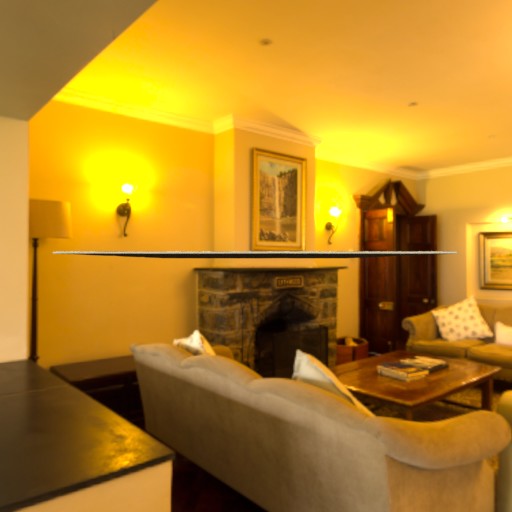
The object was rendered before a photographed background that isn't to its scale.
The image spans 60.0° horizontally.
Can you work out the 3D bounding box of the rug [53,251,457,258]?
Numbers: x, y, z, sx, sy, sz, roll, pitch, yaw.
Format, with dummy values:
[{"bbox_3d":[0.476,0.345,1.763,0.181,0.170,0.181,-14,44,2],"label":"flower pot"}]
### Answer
[{"bbox_3d":[0.000,0.000,4.340,2.449,0.019,3.357,0,-1,0],"label":"rug"}]
